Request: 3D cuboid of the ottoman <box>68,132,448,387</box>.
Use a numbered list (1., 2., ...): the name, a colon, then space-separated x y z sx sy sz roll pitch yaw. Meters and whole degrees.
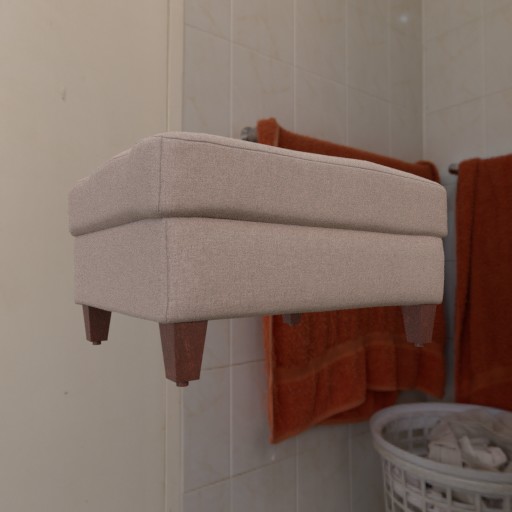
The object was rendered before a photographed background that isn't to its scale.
1. ottoman: 0.000 0.000 1.275 0.902 0.511 0.692 1 -2 -35
